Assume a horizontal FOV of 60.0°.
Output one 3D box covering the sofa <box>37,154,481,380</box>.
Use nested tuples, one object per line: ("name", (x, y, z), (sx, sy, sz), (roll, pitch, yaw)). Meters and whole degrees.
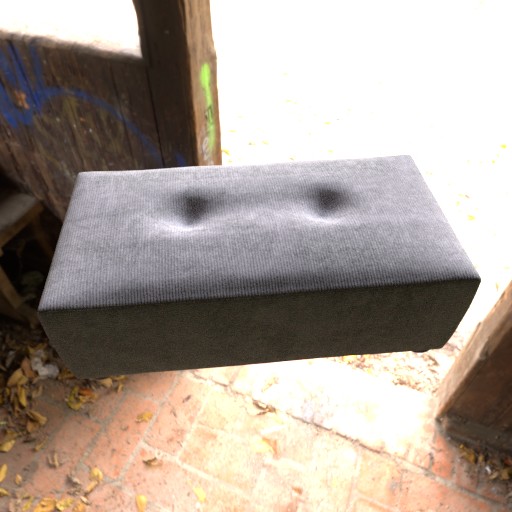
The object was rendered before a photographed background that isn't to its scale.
("sofa", (0.000, 0.000, 1.139), (0.930, 0.330, 0.480), (-4, 47, -4))
